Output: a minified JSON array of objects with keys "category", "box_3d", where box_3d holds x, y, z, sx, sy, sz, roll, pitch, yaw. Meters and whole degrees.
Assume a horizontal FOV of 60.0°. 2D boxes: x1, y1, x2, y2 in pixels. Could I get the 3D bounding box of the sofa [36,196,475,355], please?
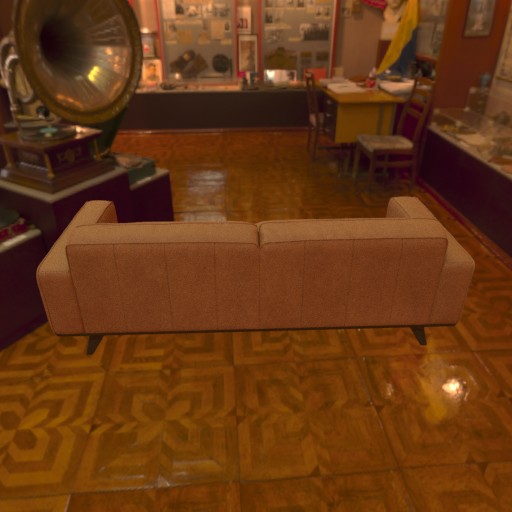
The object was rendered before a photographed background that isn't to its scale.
[{"category":"sofa","box_3d":[0.000,0.000,2.719,2.270,0.780,0.953,-1,30,-2]}]
